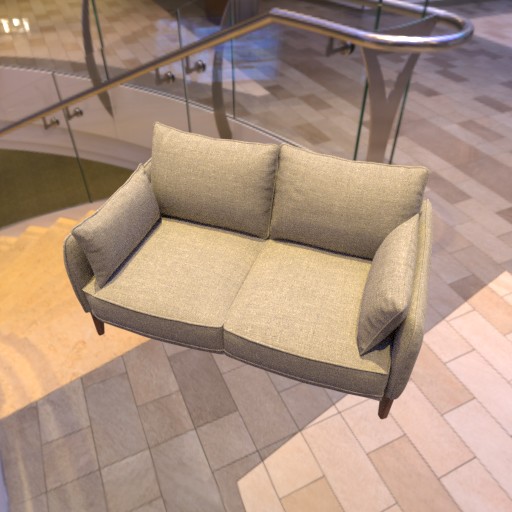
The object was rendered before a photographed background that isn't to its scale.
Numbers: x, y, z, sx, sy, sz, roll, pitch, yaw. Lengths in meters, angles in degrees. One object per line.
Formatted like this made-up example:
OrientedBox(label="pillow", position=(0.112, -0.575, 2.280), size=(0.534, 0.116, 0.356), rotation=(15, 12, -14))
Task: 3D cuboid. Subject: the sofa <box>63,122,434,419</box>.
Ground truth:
OrientedBox(label="sofa", position=(0.000, 0.000, 2.153), size=(1.580, 0.851, 0.972), rotation=(13, 43, 14))
